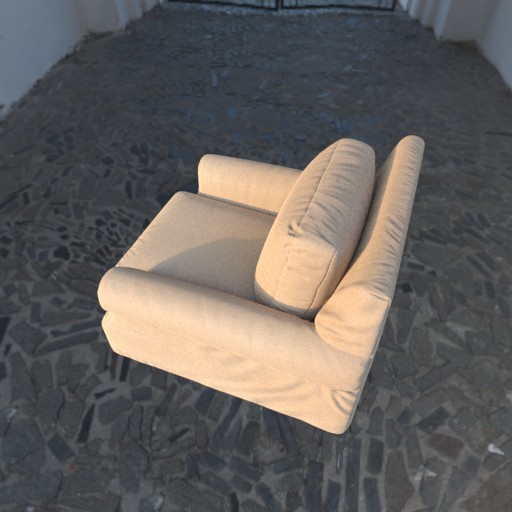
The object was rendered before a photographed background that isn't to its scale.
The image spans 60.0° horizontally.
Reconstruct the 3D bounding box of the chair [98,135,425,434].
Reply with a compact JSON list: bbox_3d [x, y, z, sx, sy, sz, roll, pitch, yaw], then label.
[{"bbox_3d":[0.000,0.000,1.760,1.066,0.866,0.940,15,48,14],"label":"chair"}]
